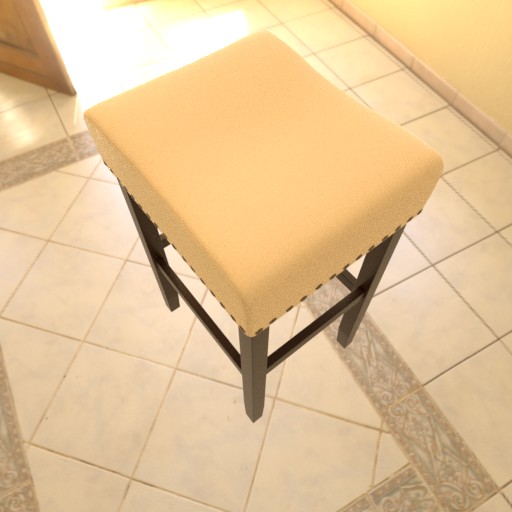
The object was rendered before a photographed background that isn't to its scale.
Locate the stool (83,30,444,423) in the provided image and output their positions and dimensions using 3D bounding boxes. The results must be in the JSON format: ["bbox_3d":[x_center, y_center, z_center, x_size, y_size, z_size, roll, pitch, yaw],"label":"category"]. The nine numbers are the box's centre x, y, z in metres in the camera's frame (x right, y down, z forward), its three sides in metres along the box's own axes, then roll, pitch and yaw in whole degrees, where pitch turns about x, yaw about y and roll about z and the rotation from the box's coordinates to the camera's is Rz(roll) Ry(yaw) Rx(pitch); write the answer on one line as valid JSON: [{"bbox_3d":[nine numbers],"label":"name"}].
[{"bbox_3d":[0.000,0.000,1.029,0.401,0.762,0.471,-34,64,-19],"label":"stool"}]
